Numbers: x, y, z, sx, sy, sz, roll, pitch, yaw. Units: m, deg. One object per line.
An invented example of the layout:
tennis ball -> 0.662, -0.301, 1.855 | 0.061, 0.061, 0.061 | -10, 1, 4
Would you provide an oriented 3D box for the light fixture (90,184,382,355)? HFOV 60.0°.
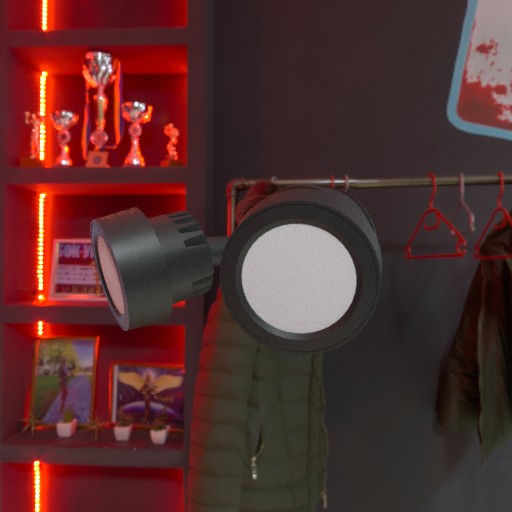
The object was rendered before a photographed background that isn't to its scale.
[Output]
light fixture -> 0.000, 0.000, 0.303 | 0.213, 0.120, 0.168 | -1, -1, 36
